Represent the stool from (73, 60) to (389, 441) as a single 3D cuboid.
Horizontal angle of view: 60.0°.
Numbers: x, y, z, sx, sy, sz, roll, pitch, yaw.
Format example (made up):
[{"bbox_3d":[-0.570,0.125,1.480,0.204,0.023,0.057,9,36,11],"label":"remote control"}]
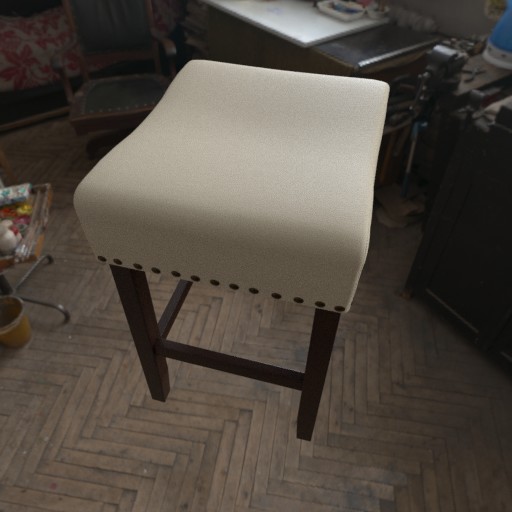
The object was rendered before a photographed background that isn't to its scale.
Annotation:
[{"bbox_3d":[0.000,0.000,0.924,0.401,0.609,0.471,11,47,10],"label":"stool"}]
